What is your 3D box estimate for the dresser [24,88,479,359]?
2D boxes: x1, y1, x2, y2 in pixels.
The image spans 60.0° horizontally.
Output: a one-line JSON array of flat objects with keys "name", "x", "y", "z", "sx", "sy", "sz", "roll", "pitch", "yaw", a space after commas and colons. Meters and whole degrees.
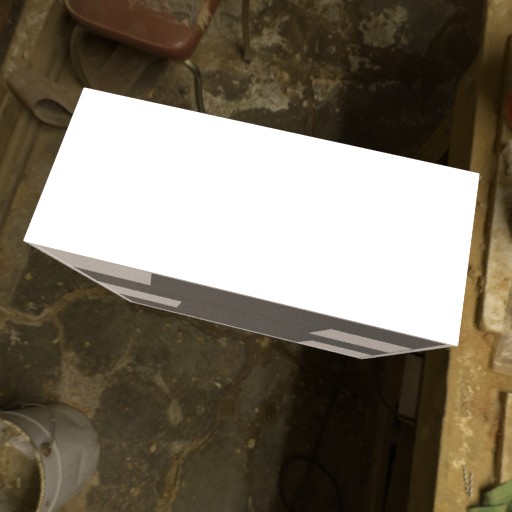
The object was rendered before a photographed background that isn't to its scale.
[{"name": "dresser", "x": 0.000, "y": 0.000, "z": 1.626, "sx": 1.100, "sy": 1.000, "sz": 0.460, "roll": 13, "pitch": 76, "yaw": 3}]
